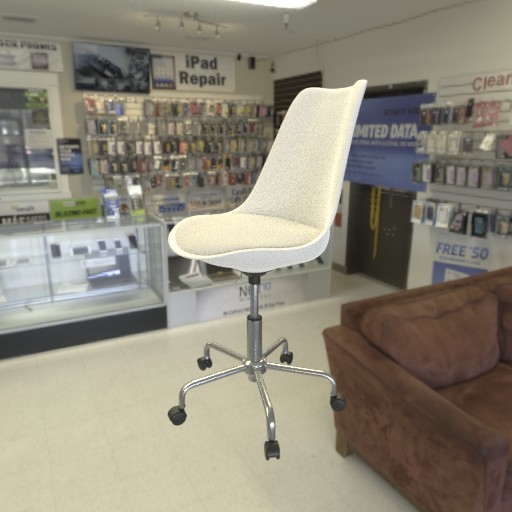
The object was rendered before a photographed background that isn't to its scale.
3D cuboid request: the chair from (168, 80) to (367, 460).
[{"bbox_3d":[0.000,0.000,1.252,0.550,0.930,0.550,-7,17,-25],"label":"chair"}]
